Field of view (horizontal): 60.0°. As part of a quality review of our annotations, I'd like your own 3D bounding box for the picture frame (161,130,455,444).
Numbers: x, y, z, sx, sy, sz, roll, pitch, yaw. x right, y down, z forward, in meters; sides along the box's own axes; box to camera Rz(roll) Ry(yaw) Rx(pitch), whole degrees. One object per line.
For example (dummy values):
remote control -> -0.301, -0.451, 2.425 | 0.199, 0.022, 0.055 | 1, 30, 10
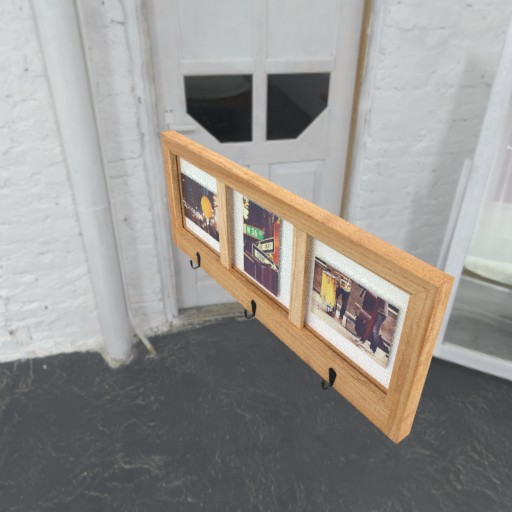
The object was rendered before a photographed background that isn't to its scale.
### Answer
picture frame -> 0.000, 0.000, 0.670 | 0.045, 0.234, 0.582 | -21, 38, -30
